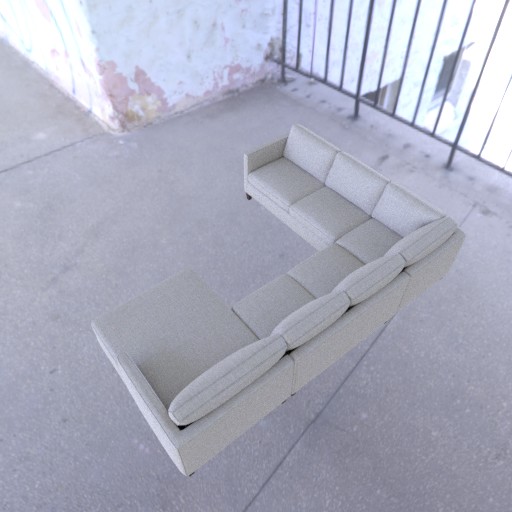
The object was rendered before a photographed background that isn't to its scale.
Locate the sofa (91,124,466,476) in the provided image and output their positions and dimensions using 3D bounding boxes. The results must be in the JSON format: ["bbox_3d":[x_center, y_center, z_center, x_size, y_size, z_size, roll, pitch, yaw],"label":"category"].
[{"bbox_3d":[0.000,0.000,4.531,3.403,0.889,2.551,-30,54,-25],"label":"sofa"}]
